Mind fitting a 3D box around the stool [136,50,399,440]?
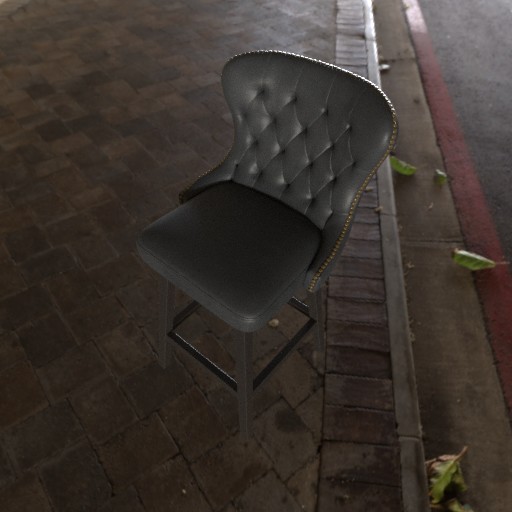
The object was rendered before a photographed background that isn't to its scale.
[{"bbox_3d":[0.000,0.000,1.327,0.528,0.971,0.593,32,54,26],"label":"stool"}]
